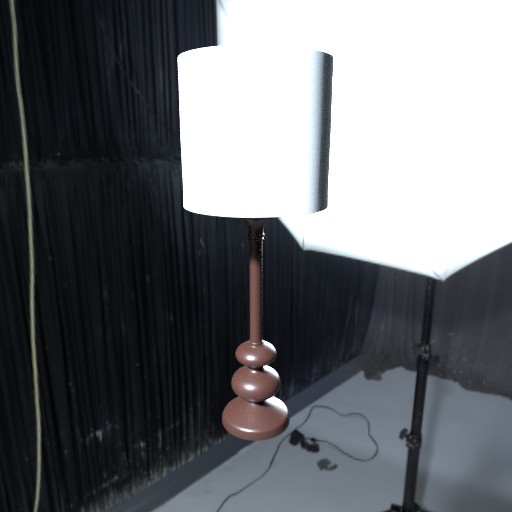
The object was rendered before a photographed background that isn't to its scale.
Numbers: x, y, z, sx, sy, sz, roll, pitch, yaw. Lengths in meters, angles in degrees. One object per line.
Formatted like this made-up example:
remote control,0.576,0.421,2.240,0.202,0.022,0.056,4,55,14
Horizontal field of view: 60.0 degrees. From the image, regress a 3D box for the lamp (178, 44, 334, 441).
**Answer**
lamp,0.000,0.000,0.814,0.254,0.690,0.254,-14,21,-43
